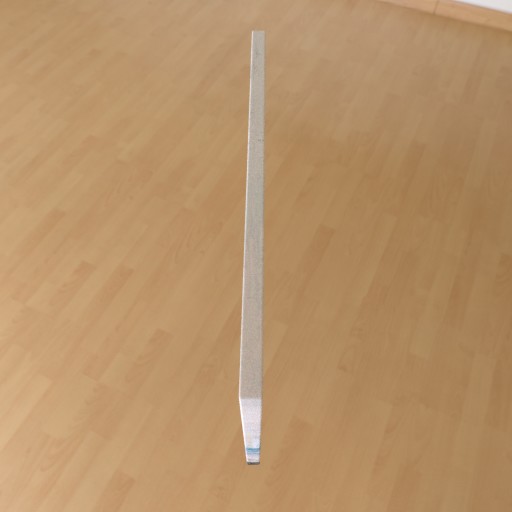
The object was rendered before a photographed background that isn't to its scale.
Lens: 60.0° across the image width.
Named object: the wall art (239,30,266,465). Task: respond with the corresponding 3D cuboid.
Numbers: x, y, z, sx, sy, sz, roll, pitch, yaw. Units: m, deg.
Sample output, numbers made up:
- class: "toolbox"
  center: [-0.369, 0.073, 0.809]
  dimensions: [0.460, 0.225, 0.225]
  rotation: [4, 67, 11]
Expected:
- class: "wall art"
  center: [0.000, 0.000, 1.291]
  dimensions: [0.038, 0.762, 1.016]
  rotation: [1, 58, 0]
